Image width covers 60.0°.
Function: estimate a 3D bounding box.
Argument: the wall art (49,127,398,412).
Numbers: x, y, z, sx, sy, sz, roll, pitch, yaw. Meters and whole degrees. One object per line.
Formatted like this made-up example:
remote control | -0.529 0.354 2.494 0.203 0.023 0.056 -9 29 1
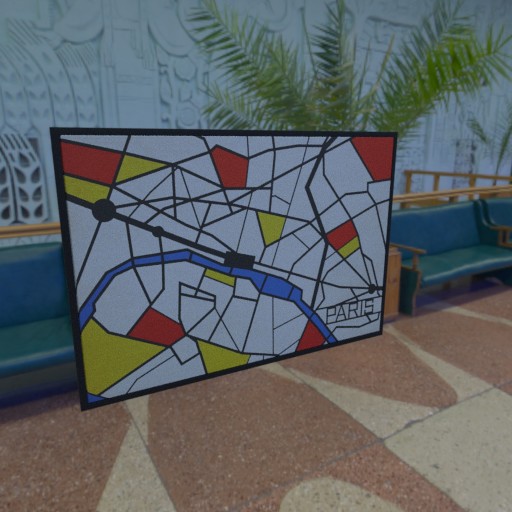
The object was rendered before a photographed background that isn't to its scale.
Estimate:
wall art | 0.000 0.000 1.215 0.963 0.665 0.013 -7 16 -27
